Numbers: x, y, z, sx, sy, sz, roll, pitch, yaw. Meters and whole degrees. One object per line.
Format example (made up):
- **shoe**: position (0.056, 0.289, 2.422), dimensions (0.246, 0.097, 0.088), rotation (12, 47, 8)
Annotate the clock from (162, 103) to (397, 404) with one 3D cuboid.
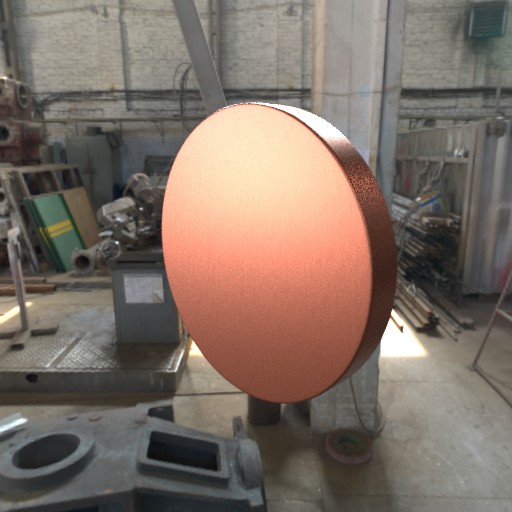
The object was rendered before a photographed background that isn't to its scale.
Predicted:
- **clock**: position (0.000, 0.000, 0.482), dimensions (0.040, 0.313, 0.313), rotation (-13, 18, -43)
